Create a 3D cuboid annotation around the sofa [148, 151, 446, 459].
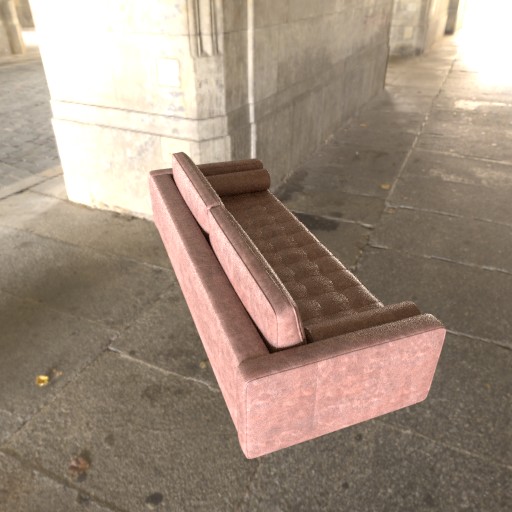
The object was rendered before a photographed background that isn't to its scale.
[{"bbox_3d":[0.000,0.000,2.654,0.914,0.762,2.210,-11,33,-17],"label":"sofa"}]
